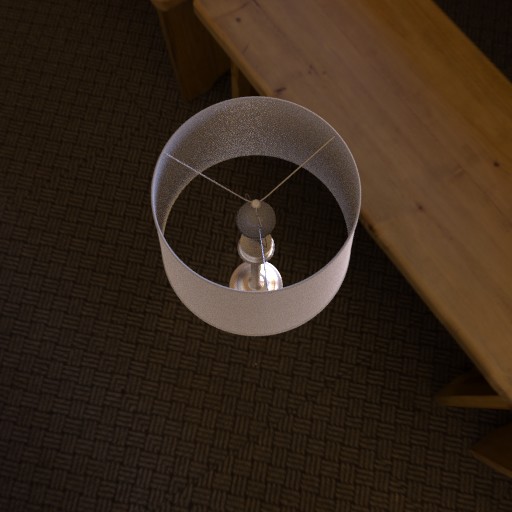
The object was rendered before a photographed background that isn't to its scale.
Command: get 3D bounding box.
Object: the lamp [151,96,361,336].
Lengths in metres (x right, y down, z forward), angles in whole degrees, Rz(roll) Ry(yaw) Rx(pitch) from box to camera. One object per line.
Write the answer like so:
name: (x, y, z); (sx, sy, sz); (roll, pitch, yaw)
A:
lamp: (0.000, 0.000, 0.890); (0.331, 0.698, 0.331); (0, 76, 0)
